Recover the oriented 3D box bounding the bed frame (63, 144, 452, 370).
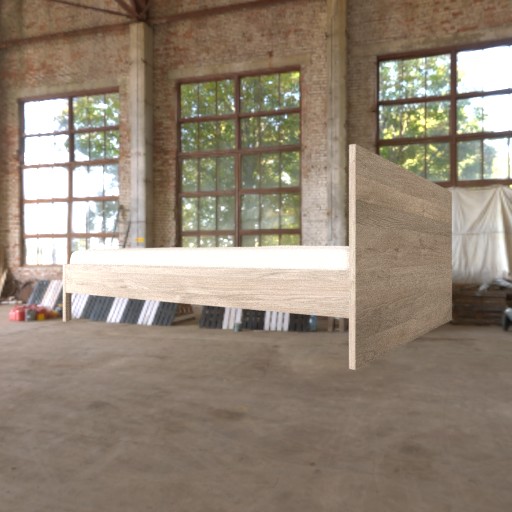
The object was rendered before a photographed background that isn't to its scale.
[{"bbox_3d":[0.000,0.000,2.744,1.950,0.800,1.490,0,0,36],"label":"bed frame"}]
